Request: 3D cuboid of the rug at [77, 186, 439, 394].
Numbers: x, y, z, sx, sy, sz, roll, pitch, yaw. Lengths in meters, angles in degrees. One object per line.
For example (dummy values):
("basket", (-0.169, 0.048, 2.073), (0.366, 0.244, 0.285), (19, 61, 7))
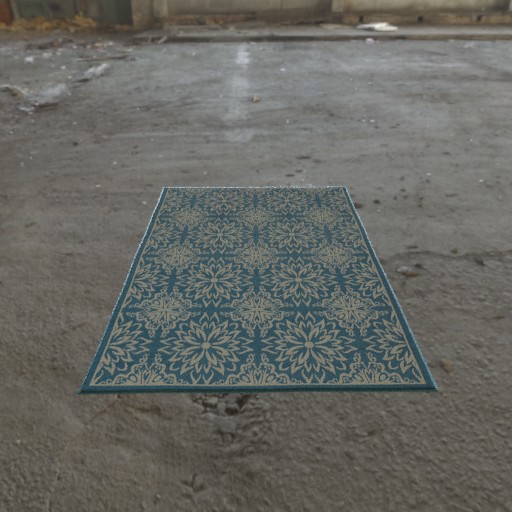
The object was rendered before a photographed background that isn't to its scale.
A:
("rug", (0.000, 0.000, 2.834), (1.554, 0.012, 2.205), (0, 32, 0))
